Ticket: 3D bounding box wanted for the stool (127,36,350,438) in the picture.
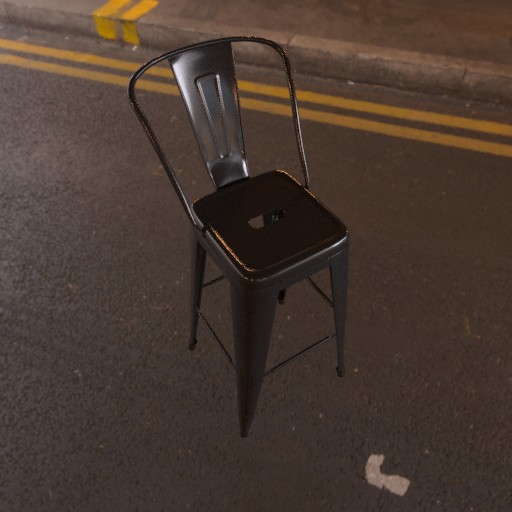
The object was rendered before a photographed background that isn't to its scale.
[{"bbox_3d":[0.000,0.000,1.279,0.432,1.022,0.528,-25,52,-21],"label":"stool"}]
